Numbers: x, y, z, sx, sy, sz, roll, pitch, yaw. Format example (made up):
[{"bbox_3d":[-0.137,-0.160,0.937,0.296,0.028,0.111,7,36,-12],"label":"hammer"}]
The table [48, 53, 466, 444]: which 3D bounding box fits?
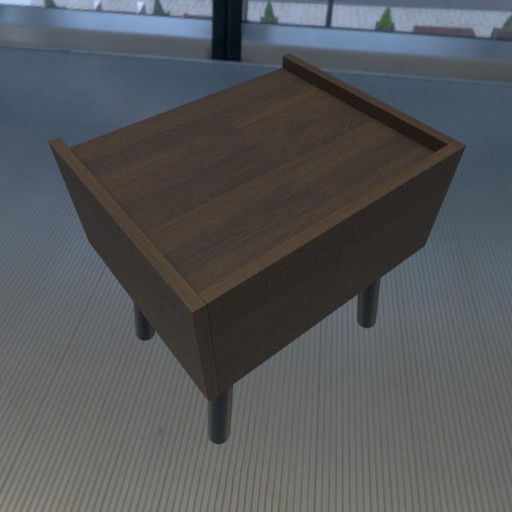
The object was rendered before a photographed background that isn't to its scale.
[{"bbox_3d":[0.000,0.000,0.791,0.450,0.470,0.370,-31,55,-25],"label":"table"}]
